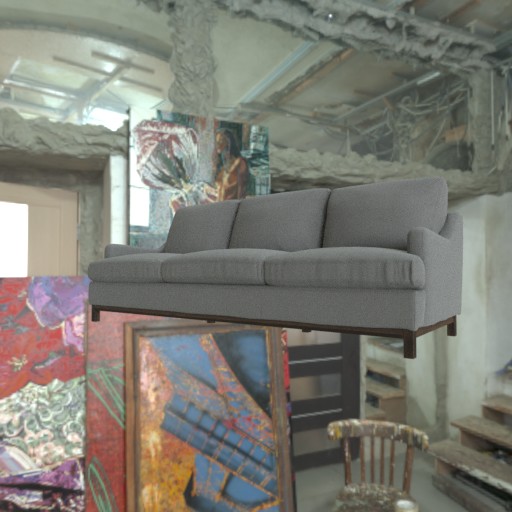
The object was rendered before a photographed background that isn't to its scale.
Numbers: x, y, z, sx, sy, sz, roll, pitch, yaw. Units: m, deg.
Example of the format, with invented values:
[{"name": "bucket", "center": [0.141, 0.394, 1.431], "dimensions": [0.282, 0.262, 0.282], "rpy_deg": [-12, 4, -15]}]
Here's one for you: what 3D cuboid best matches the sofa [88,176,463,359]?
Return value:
[{"name": "sofa", "center": [0.000, 0.000, 2.900], "dimensions": [2.344, 0.926, 0.987], "rpy_deg": [-1, -2, 36]}]
